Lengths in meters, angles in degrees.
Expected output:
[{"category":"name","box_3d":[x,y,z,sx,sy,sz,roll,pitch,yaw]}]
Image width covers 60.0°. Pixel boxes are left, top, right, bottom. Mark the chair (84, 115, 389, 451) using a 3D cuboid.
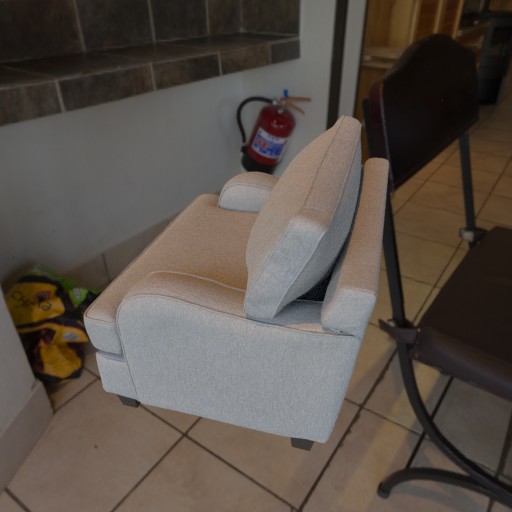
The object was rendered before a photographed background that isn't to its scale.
[{"category":"chair","box_3d":[0.000,0.000,1.991,1.041,1.016,1.220,9,32,14]}]
